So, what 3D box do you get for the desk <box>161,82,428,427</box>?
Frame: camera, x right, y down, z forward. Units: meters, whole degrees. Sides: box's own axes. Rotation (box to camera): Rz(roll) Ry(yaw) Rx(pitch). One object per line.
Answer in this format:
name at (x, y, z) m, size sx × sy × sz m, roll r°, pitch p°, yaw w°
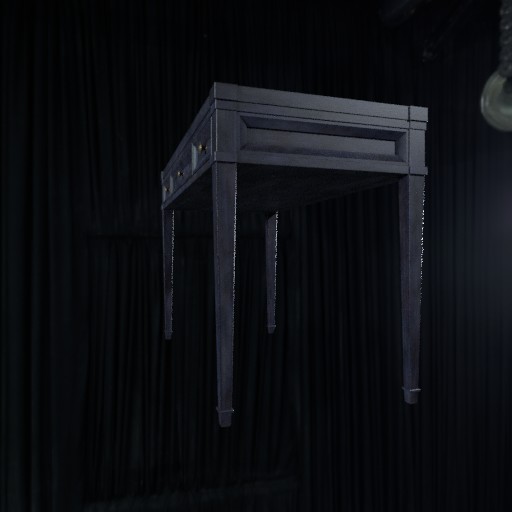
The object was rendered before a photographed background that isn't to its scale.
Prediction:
desk at (0.000, 0.000, 1.800) m, size 0.630 × 0.861 × 1.289 m, roll 0°, pitch 0°, yaw -18°
